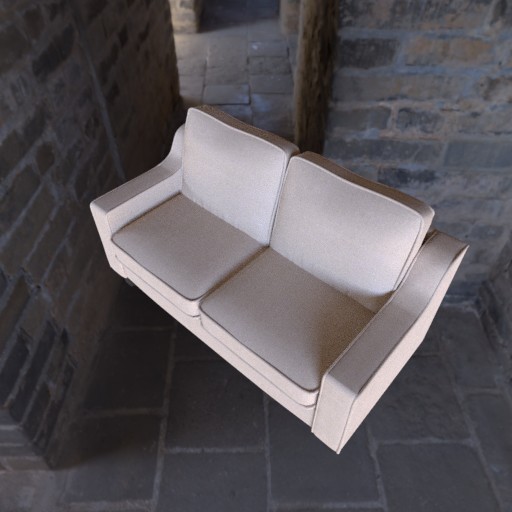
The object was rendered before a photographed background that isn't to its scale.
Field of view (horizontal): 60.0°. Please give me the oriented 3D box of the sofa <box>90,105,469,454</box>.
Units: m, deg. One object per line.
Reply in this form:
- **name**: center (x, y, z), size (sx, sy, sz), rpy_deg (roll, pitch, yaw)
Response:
- **sofa**: center (0.000, 0.000, 3.493), size (2.587, 1.562, 1.351), rpy_deg (32, 53, 28)
